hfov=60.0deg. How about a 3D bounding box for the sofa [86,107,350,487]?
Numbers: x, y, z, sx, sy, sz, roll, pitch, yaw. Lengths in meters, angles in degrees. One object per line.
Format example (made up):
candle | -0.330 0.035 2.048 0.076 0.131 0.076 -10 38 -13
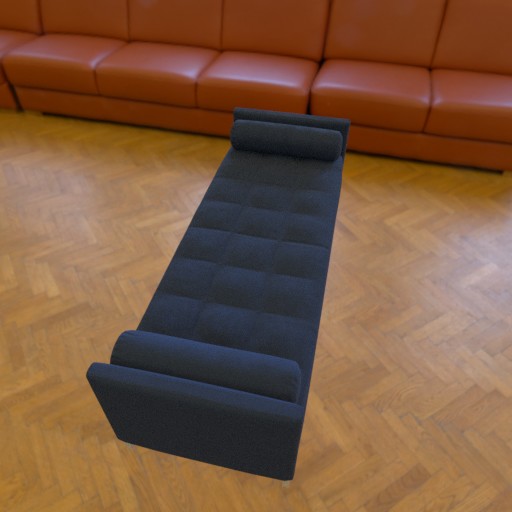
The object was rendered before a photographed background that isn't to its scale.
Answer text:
sofa | 0.000 0.000 2.430 0.797 0.657 2.102 9 46 9
